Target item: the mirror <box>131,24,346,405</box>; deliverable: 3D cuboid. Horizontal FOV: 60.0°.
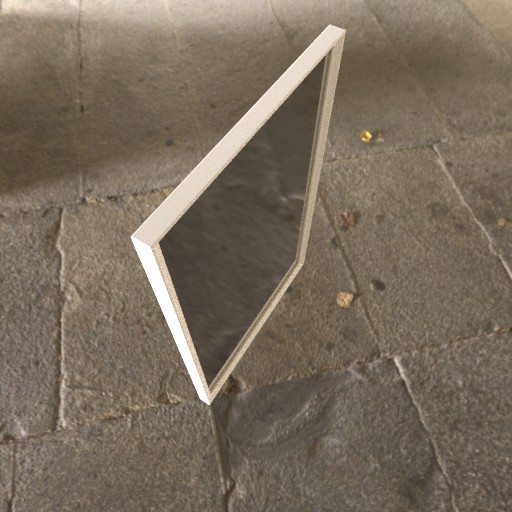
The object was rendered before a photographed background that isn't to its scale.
[{"bbox_3d":[0.000,0.000,1.142,0.041,0.915,0.609,28,63,16],"label":"mirror"}]
